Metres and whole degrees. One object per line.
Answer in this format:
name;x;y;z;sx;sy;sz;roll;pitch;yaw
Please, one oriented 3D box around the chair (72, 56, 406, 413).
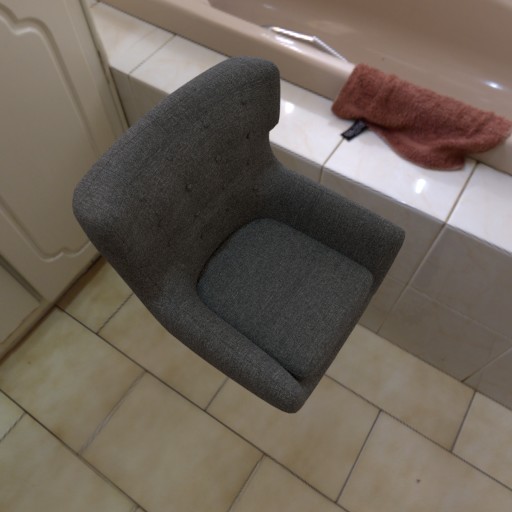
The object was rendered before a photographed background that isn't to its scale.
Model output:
chair;0.000;0.000;1.751;0.904;1.063;0.878;32;64;17
